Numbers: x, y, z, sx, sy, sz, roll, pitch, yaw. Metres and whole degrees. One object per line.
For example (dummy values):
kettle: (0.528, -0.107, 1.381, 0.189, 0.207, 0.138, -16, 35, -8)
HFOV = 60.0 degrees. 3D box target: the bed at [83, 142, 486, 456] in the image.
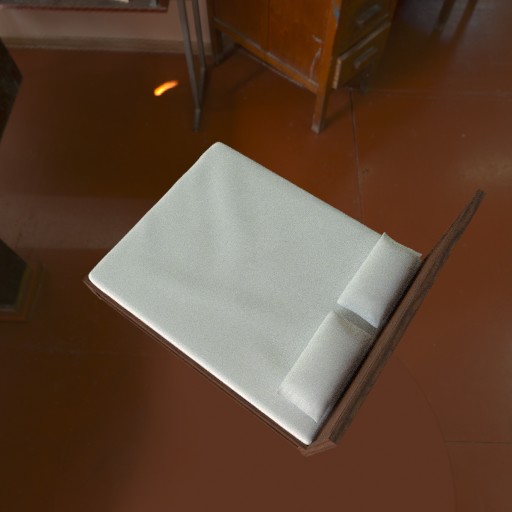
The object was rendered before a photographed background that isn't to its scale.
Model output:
bed: (0.000, 0.000, 3.356, 2.218, 1.487, 1.765, 33, 68, 15)
